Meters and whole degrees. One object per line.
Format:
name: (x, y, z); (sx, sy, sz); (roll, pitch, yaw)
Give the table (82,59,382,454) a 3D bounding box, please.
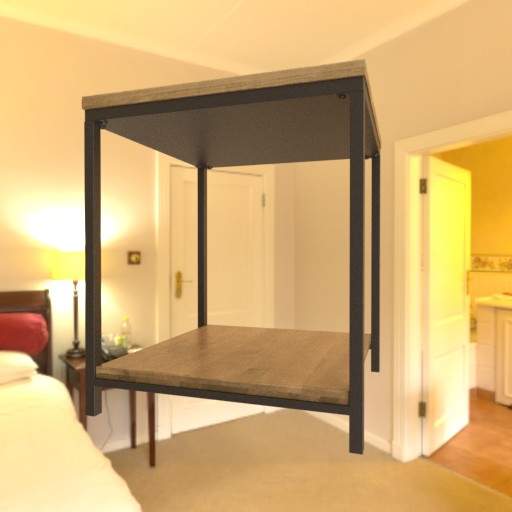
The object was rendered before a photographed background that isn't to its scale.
table: (0.000, 0.000, 0.975); (0.507, 0.589, 0.503); (0, 1, 18)
